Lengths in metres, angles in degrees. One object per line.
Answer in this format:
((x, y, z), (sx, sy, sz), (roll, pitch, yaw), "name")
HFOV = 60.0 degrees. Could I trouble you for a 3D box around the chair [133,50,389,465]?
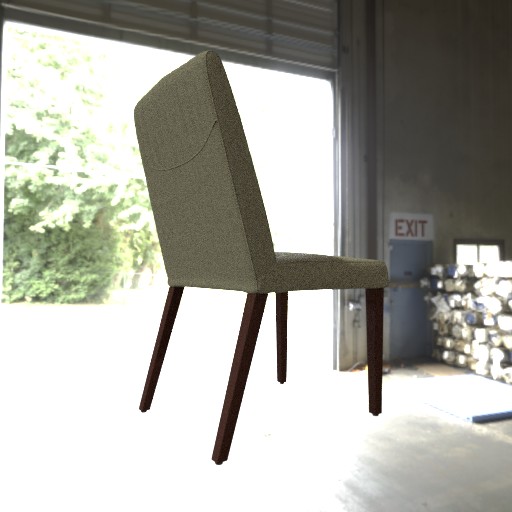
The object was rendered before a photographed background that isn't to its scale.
((0.000, 0.000, 1.270), (0.594, 0.900, 0.480), (1, -2, -36), "chair")
